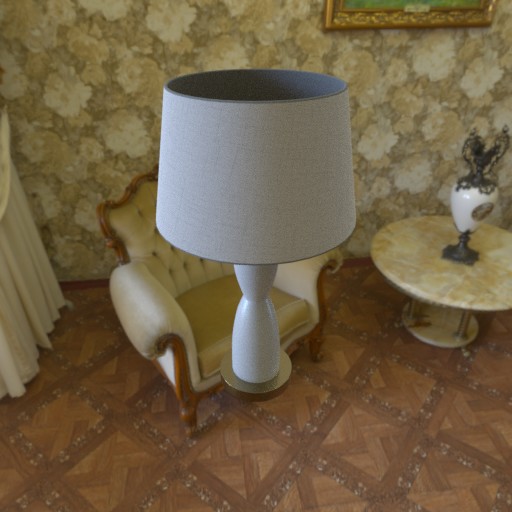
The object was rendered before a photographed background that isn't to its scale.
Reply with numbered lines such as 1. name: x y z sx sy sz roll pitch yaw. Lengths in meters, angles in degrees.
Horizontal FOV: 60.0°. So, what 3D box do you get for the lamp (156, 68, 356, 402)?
1. lamp: 0.000 0.000 0.737 0.309 0.545 0.309 0 31 0
